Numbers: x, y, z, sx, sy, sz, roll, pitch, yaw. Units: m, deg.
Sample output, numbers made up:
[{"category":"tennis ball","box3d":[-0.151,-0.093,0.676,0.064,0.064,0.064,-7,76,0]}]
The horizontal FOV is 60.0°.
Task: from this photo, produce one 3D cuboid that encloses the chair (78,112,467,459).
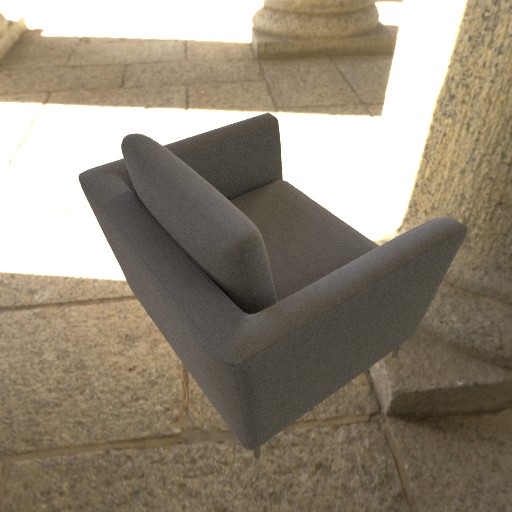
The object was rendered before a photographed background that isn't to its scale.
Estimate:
[{"category":"chair","box3d":[0.000,0.000,1.644,0.889,0.864,1.041,-26,48,-26]}]
